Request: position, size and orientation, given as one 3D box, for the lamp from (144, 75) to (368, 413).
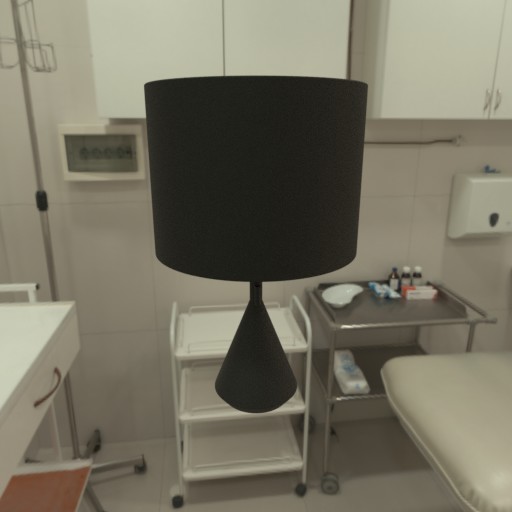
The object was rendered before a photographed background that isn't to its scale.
[{"bbox_3d":[0.000,0.000,0.814,0.359,0.584,0.359,-2,17,-8],"label":"lamp"}]
